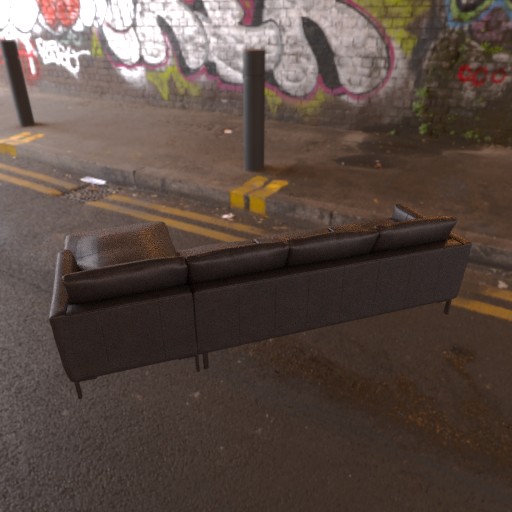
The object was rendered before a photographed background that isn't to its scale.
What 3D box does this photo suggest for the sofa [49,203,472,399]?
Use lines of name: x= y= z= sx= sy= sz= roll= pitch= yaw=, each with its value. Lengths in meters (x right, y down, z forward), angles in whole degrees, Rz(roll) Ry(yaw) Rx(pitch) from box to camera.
sofa: x=0.000 y=0.000 z=3.636 sx=2.993 sy=0.859 sz=1.471 roll=-9 pitch=30 yaw=-16
